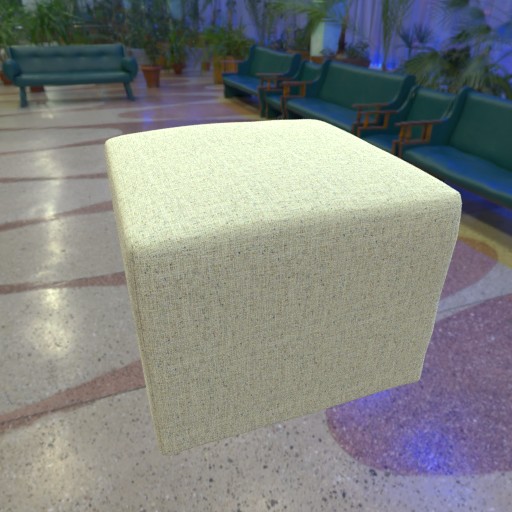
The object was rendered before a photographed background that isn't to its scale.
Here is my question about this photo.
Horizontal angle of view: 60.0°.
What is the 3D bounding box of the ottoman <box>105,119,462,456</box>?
[{"bbox_3d":[0.000,0.000,0.898,0.512,0.453,0.521,-10,32,-17],"label":"ottoman"}]
